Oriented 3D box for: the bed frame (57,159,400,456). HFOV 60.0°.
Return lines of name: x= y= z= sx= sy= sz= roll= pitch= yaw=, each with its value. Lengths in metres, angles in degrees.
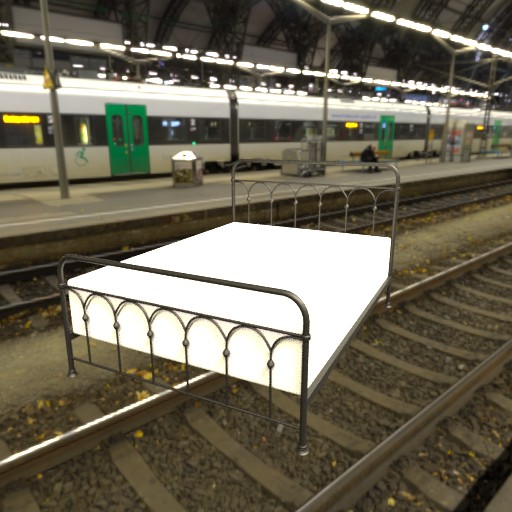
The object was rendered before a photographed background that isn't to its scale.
bed frame: x=0.000 y=0.000 z=3.286 sx=1.664 sy=1.276 sz=2.203 roll=8 pitch=17 yaw=26
